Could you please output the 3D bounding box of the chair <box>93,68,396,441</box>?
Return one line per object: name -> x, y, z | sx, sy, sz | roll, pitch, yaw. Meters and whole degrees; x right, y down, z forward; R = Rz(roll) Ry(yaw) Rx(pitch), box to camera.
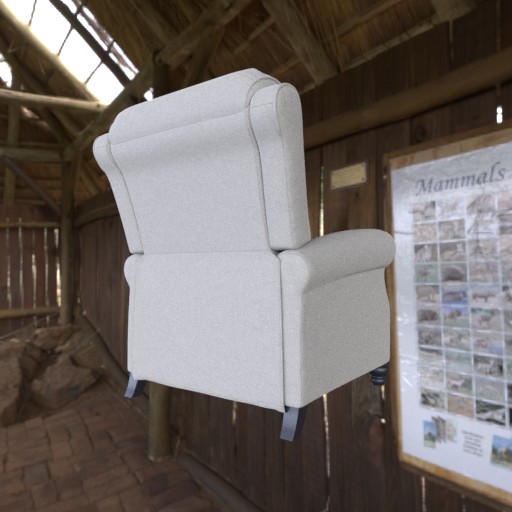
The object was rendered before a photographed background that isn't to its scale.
chair -> 0.000, 0.000, 1.711 | 0.859, 1.046, 0.919 | -1, -2, 36
